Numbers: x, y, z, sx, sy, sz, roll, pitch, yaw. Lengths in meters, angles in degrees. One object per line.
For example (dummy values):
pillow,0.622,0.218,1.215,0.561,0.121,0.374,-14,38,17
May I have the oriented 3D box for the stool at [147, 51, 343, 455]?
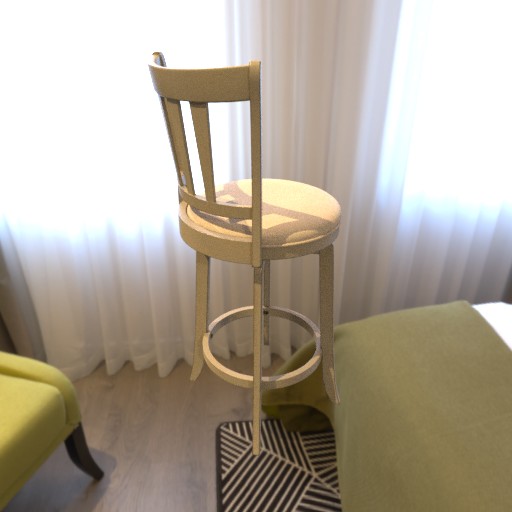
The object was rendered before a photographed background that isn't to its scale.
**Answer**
stool,0.000,0.000,1.250,0.475,1.042,0.436,-19,33,-32
